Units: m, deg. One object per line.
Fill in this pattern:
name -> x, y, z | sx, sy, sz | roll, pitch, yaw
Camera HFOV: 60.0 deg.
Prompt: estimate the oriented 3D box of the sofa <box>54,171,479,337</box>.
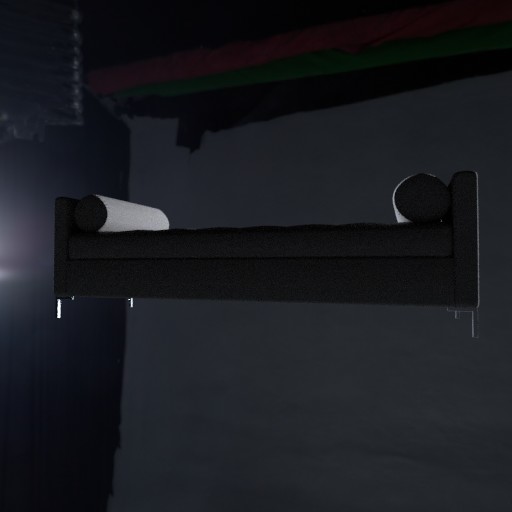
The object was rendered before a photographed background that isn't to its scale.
sofa -> 0.000, 0.000, 2.281 | 1.981, 0.635, 0.686 | 0, -1, 19
